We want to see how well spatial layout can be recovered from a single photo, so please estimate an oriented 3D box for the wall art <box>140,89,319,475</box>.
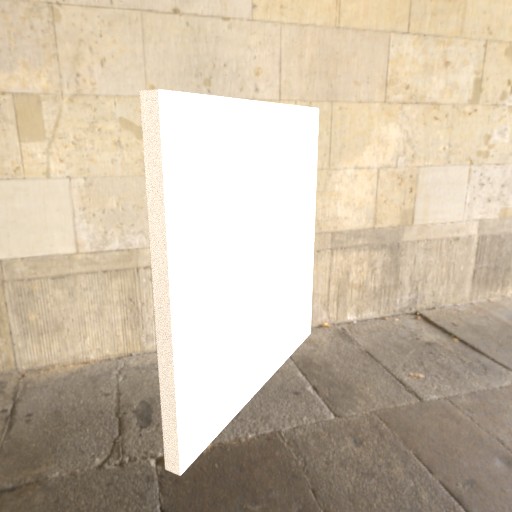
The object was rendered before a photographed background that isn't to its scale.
[{"bbox_3d":[0.000,0.000,1.158,0.040,0.762,0.762,8,18,26],"label":"wall art"}]
